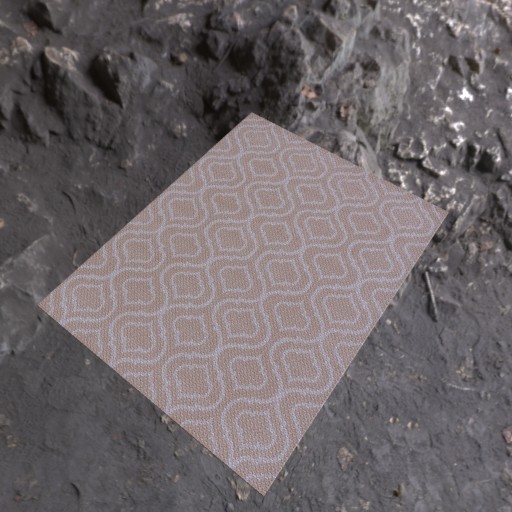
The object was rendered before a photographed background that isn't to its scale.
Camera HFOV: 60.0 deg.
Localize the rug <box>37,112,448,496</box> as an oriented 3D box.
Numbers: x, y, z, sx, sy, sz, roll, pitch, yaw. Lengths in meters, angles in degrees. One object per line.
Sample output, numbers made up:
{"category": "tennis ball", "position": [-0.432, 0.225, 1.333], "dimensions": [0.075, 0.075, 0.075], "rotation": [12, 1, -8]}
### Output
{"category": "rug", "position": [0.000, 0.000, 3.854], "dimensions": [2.286, 0.013, 2.894], "rotation": [32, 63, 19]}
